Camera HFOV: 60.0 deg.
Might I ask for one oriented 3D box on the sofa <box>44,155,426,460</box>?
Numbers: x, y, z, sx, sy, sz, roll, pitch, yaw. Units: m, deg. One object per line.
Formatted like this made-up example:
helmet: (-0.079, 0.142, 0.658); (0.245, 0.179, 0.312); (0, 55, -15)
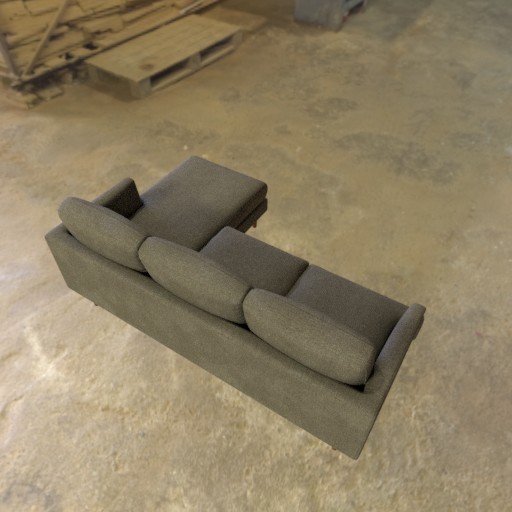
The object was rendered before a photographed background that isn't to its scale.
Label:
sofa: (0.000, 0.000, 2.967); (2.233, 0.956, 1.504); (25, 51, 22)
